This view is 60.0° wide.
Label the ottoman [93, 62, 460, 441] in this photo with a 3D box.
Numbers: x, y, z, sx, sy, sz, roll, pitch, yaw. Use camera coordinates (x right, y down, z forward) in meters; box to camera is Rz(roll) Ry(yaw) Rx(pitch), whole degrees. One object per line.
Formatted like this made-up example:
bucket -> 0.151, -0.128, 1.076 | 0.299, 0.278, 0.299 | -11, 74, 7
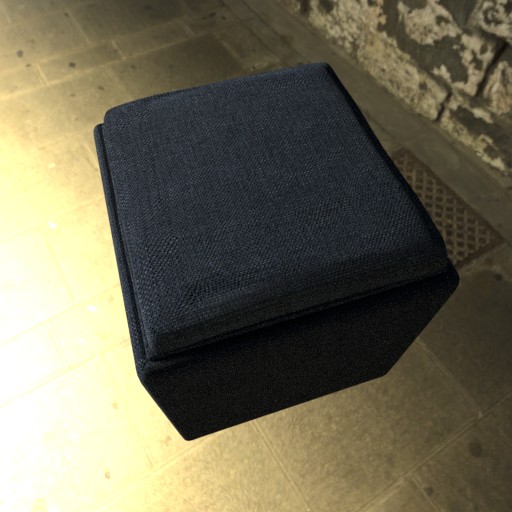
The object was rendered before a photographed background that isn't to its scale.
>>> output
ottoman -> 0.000, 0.000, 0.807 | 0.436, 0.493, 0.454 | -15, 59, -9
